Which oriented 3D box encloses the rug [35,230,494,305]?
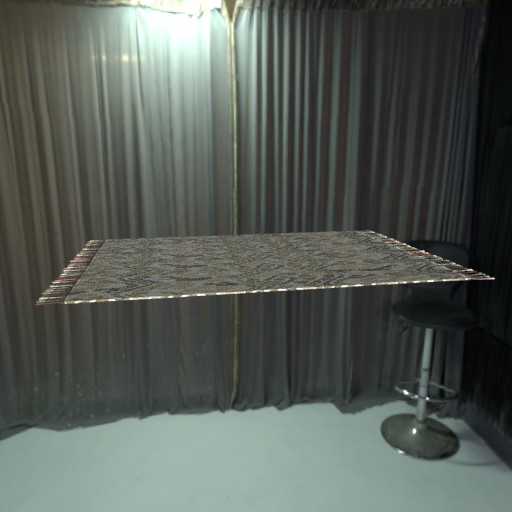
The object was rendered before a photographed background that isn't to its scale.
[{"bbox_3d":[0.000,0.000,2.278,1.829,0.008,1.219,-3,13,-11],"label":"rug"}]
